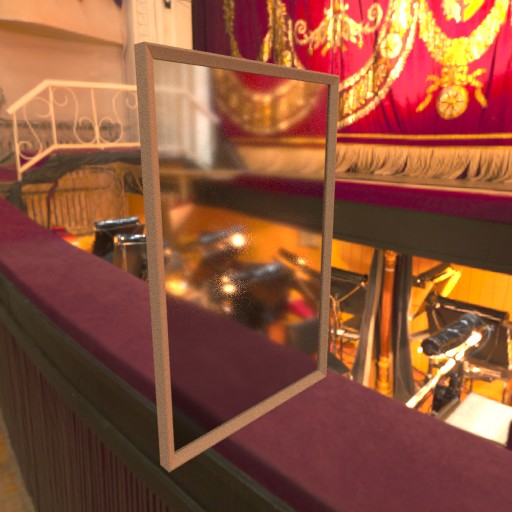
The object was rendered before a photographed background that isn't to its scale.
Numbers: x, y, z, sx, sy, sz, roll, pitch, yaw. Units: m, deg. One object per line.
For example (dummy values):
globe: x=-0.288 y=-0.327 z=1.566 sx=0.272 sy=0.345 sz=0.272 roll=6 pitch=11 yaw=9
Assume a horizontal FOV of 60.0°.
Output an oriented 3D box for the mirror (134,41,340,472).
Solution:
mirror: x=0.000 y=0.000 z=1.132 sx=0.041 sy=0.915 sz=0.609 roll=14 pitch=20 yaw=43
